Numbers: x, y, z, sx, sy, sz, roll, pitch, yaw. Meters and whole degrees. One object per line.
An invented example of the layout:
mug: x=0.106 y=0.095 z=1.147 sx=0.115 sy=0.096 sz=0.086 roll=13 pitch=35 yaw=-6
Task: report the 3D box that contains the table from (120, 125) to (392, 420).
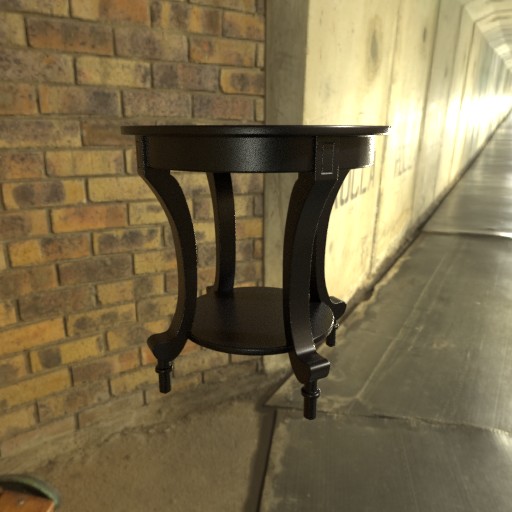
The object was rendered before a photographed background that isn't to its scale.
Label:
table: x=0.000 y=0.000 z=1.100 sx=0.597 sy=0.618 sz=0.597 roll=0 pitch=16 yaw=0
